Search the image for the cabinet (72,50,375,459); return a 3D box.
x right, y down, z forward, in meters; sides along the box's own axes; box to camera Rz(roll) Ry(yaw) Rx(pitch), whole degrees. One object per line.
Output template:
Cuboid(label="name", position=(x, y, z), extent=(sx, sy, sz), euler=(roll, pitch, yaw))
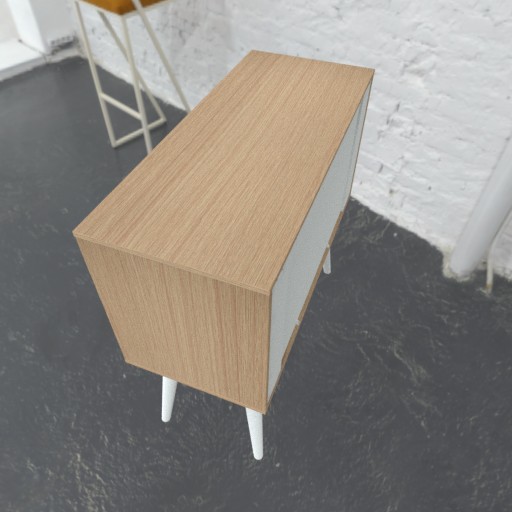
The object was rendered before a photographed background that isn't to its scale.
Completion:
Cuboid(label="cabinet", position=(0.000, 0.000, 1.615), extent=(0.470, 1.016, 1.057), euler=(16, 48, 15))
